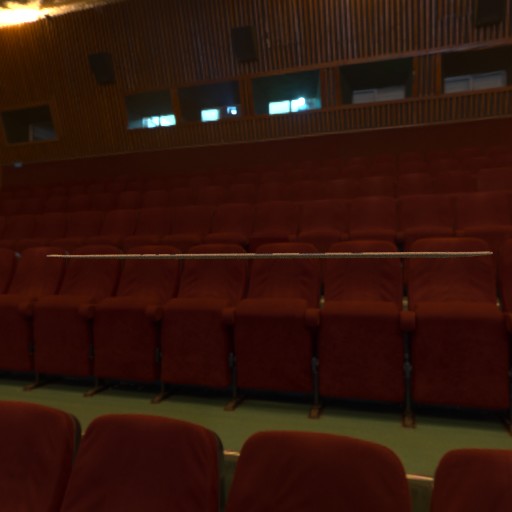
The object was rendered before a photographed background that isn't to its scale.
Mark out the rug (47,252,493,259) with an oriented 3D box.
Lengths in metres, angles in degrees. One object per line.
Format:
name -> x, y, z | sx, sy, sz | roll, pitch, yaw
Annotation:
rug -> 0.000, 0.000, 2.533 | 2.301, 0.017, 0.692 | 0, -1, 17
